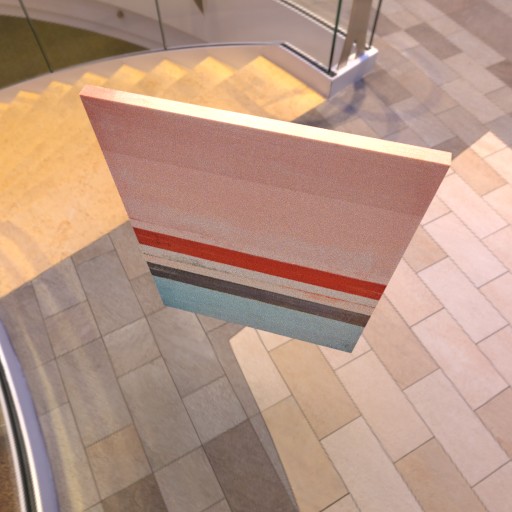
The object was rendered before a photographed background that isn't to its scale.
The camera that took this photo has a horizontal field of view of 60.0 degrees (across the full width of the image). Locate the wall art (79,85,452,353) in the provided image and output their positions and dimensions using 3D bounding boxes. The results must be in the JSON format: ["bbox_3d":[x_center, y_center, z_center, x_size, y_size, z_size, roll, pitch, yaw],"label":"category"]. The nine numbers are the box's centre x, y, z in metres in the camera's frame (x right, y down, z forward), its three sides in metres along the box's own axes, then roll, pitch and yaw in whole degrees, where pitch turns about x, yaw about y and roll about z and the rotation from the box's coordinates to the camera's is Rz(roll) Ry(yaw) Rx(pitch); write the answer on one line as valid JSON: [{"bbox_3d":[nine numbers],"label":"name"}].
[{"bbox_3d":[0.000,0.000,1.317,0.761,1.016,0.039,13,59,8],"label":"wall art"}]
